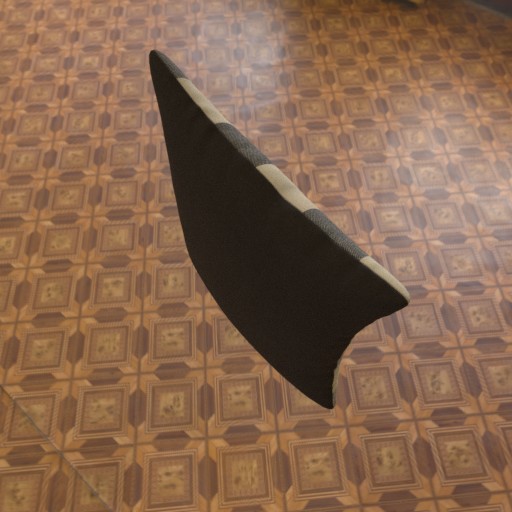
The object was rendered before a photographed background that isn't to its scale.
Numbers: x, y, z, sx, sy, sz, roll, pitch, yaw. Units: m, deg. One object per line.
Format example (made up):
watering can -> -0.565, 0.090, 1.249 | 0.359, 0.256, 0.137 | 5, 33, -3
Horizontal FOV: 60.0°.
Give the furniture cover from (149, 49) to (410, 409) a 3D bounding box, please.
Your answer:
furniture cover -> 0.000, 0.000, 0.765 | 0.161, 0.509, 0.511 | -33, 65, -18
